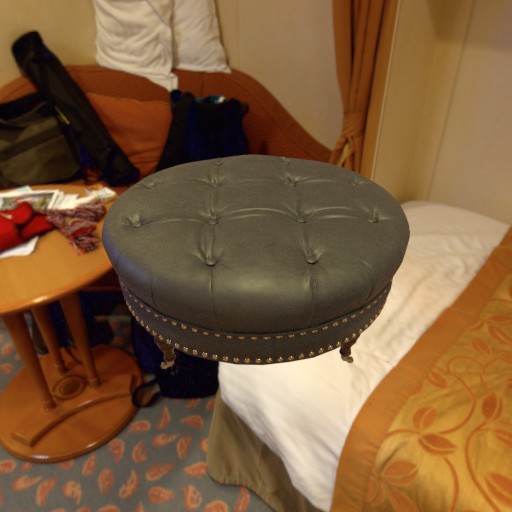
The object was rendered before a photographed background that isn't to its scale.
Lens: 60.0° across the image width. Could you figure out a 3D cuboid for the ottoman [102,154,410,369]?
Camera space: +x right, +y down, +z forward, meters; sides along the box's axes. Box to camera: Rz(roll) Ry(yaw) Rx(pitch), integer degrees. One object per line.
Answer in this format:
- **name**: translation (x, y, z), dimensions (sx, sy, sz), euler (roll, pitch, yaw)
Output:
- **ottoman**: translation (0.000, 0.000, 1.430), dimensions (0.901, 0.439, 0.901), euler (0, 33, 0)
